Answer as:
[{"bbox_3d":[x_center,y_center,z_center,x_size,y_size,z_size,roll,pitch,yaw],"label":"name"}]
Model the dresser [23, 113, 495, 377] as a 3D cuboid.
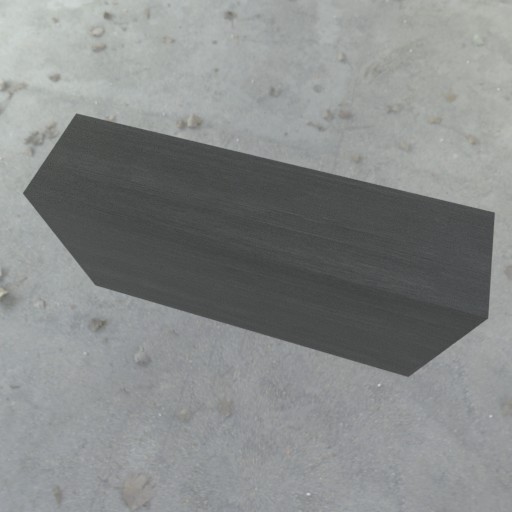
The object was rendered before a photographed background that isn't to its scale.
[{"bbox_3d":[0.000,0.000,1.889,1.590,0.795,0.400,15,63,8],"label":"dresser"}]
